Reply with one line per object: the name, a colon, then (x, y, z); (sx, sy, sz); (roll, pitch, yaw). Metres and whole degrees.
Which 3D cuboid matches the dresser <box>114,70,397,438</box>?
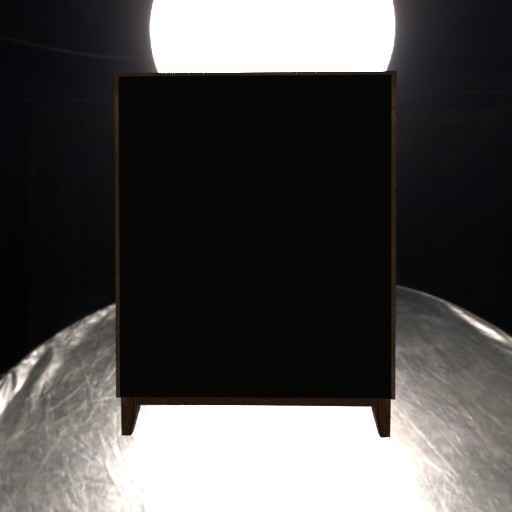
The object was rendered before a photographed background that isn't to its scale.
dresser: (0.000, 0.000, 1.894); (1.062, 1.393, 0.442); (0, 1, 1)
